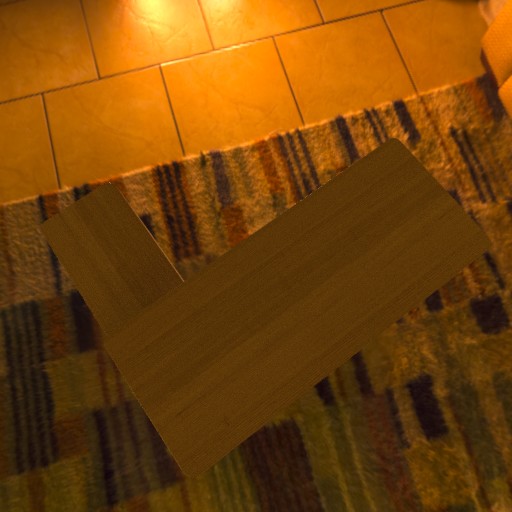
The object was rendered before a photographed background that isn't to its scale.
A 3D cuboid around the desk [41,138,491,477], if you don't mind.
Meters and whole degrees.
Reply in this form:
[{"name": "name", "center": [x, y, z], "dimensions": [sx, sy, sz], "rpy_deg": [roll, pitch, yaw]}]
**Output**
[{"name": "desk", "center": [0.000, 0.000, 2.075], "dimensions": [1.400, 0.770, 1.175], "rpy_deg": [-35, 77, -9]}]
